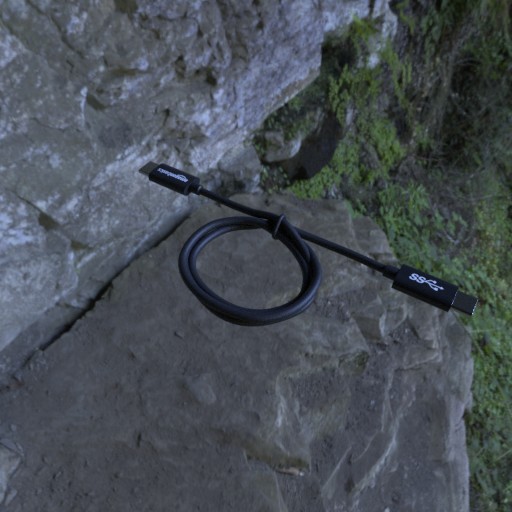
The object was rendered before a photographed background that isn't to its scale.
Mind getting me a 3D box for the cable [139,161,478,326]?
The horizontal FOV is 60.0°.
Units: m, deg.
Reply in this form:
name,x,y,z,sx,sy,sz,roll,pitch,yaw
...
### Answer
name,x,y,z,sx,sy,sz,roll,pitch,yaw
cable,0.000,0.000,0.204,0.186,0.014,0.070,25,52,21
